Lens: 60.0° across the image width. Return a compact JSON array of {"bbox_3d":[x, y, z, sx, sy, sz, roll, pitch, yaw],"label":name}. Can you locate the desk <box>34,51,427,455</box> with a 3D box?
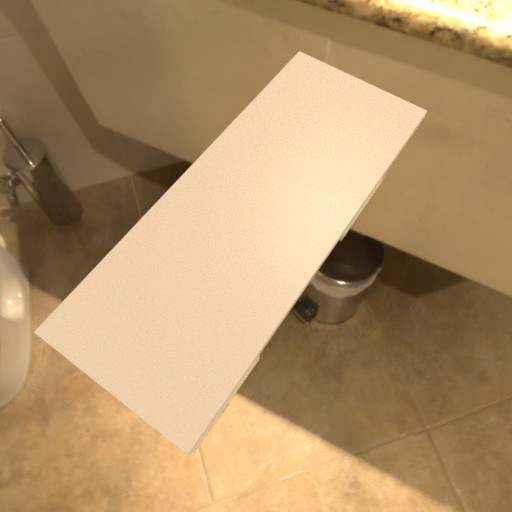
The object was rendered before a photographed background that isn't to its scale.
[{"bbox_3d":[0.000,0.000,1.909,0.603,0.773,1.530,32,68,15],"label":"desk"}]
